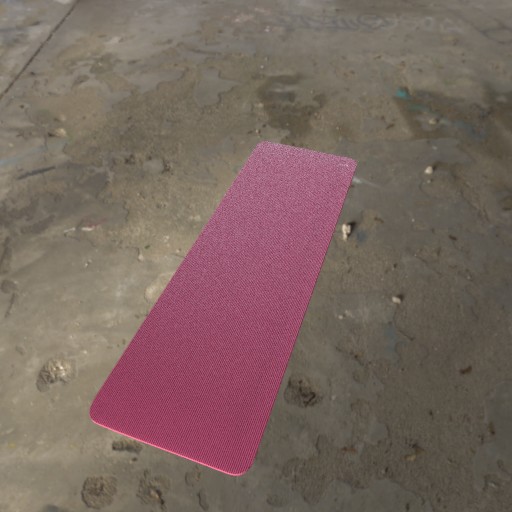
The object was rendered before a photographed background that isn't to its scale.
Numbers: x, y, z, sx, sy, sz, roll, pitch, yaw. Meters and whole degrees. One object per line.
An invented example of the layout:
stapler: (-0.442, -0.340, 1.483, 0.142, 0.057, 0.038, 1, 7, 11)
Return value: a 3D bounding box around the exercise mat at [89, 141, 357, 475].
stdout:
exercise mat: (0.000, 0.000, 2.095, 0.616, 0.021, 1.884, 15, 49, 13)
